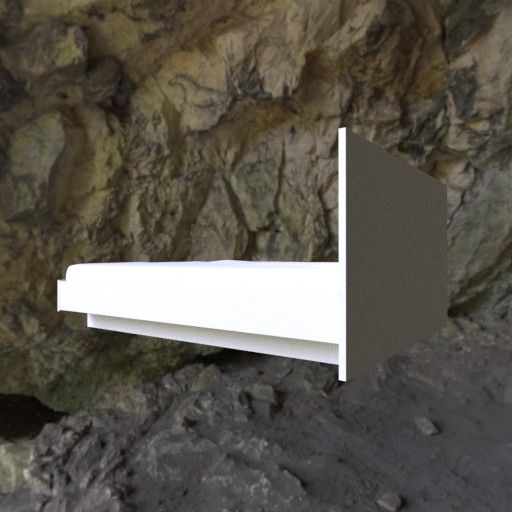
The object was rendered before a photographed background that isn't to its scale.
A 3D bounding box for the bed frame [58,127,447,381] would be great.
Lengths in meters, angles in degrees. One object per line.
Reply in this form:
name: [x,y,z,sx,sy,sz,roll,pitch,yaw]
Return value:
bed frame: [0.000,0.000,3.052,2.100,1.001,1.711,0,0,36]
